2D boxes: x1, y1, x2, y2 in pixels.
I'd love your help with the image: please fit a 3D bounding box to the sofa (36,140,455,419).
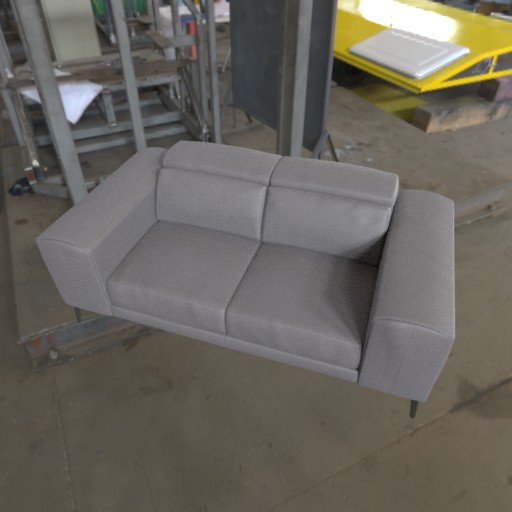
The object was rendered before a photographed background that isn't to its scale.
[{"bbox_3d":[0.000,0.000,2.349,1.895,0.779,1.003,12,41,14],"label":"sofa"}]
